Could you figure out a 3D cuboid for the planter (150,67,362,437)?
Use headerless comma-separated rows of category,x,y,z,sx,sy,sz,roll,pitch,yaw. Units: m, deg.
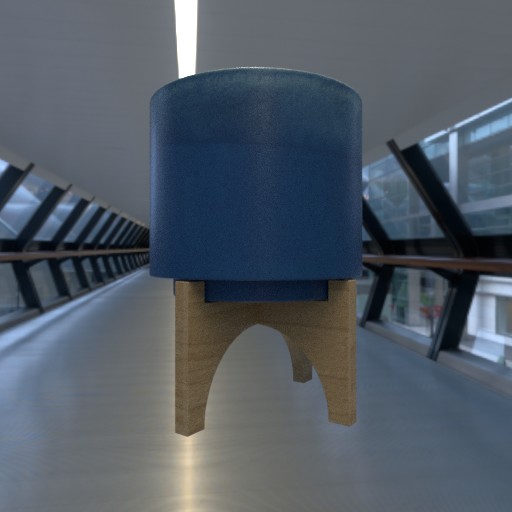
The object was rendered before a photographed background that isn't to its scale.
planter,0.000,0.000,0.559,0.261,0.367,0.261,0,0,0
